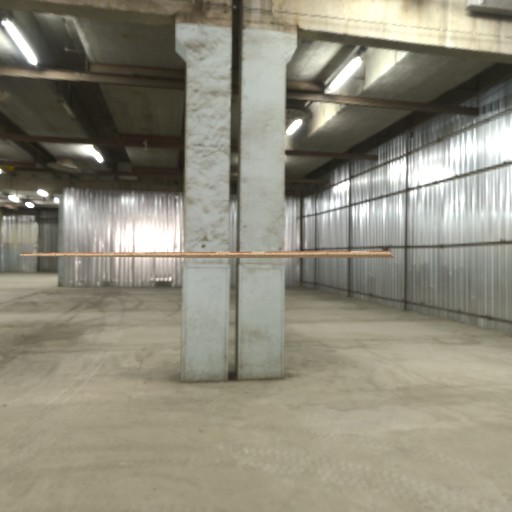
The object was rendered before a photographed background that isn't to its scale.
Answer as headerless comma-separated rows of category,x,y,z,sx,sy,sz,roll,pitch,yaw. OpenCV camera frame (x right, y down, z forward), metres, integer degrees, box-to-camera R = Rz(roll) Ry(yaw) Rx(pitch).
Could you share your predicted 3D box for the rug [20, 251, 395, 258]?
rug,0.000,0.000,4.148,2.466,0.021,3.049,0,-1,18
